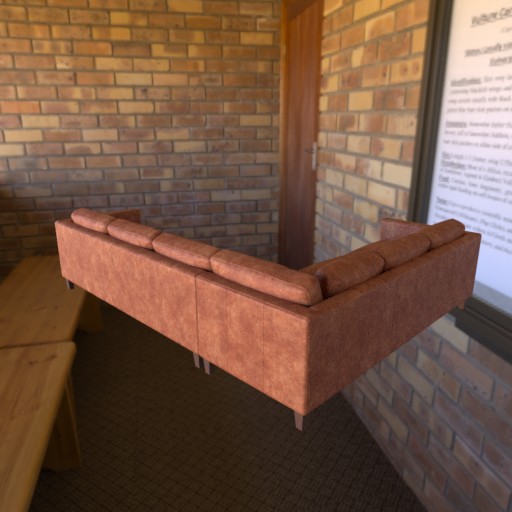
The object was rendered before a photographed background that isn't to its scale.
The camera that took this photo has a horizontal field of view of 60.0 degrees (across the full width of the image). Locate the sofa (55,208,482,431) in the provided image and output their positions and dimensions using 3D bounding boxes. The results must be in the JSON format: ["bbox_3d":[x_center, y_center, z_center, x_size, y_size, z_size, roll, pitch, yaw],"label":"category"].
[{"bbox_3d":[0.000,0.000,4.176,3.150,0.838,2.438,16,24,42],"label":"sofa"}]
